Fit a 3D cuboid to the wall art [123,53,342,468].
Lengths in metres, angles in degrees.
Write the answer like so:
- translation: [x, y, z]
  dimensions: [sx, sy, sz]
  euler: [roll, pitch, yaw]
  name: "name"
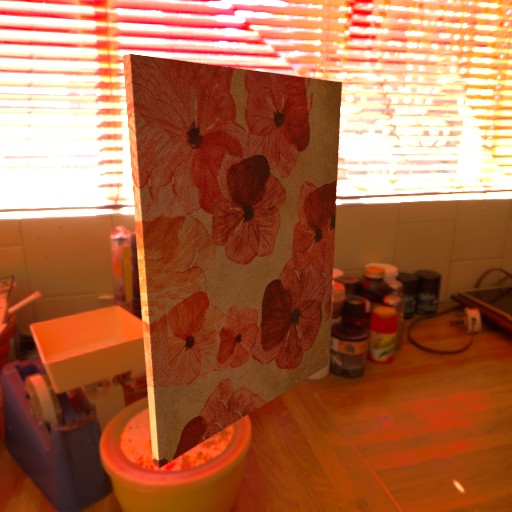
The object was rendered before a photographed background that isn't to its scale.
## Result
- translation: [0.000, 0.000, 1.310]
  dimensions: [0.031, 1.015, 0.762]
  euler: [15, 21, 43]
  name: "wall art"
